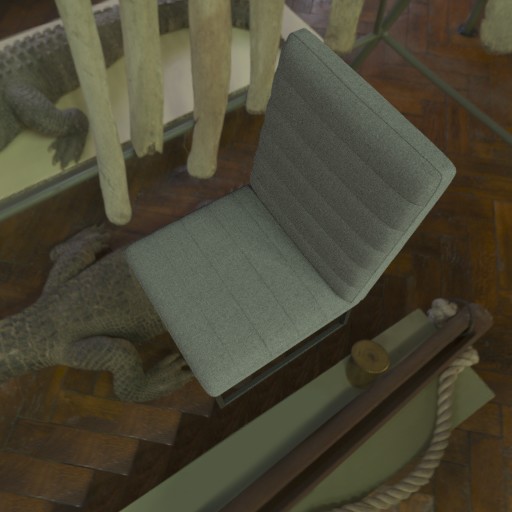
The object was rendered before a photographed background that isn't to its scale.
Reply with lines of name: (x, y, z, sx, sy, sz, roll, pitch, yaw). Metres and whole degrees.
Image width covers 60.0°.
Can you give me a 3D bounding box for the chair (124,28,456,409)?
chair: (0.000, 0.000, 1.276, 0.634, 0.930, 0.520, -31, 67, -14)
